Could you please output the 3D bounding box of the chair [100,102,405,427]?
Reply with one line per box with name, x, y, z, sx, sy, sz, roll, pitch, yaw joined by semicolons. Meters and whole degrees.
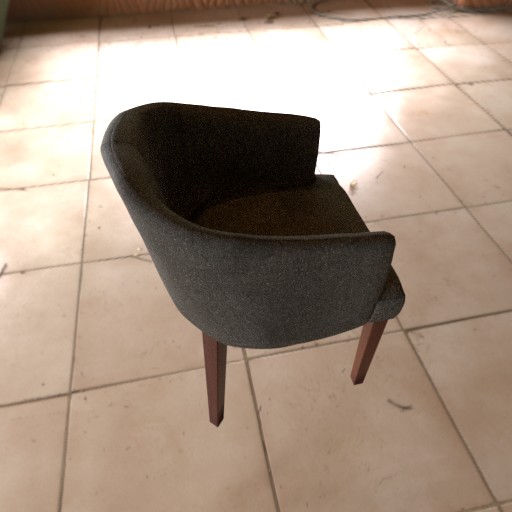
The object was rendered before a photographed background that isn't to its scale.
chair;0.000;0.000;1.238;0.655;0.811;0.583;-9;47;-9
